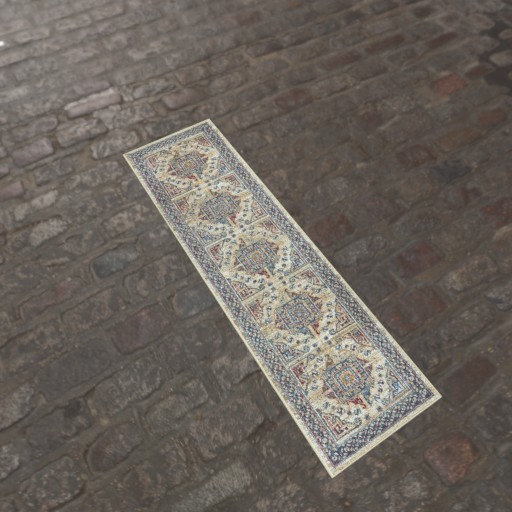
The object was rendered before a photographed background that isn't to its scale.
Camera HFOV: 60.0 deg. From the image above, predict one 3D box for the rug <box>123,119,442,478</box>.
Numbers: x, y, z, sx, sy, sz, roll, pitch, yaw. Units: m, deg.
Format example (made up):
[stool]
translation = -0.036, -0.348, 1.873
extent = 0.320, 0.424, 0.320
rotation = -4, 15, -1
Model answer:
[rug]
translation = 0.000, 0.000, 2.546
extent = 0.661, 0.013, 2.297
rotation = -28, 62, -16
